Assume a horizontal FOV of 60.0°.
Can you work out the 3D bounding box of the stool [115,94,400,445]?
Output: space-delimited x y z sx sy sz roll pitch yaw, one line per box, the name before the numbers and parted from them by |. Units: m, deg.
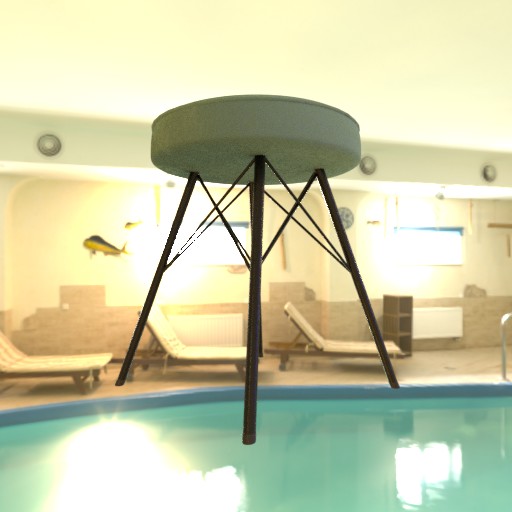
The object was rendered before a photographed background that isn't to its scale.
stool | 0.000 0.000 0.881 0.458 0.519 0.457 0 -1 -34
